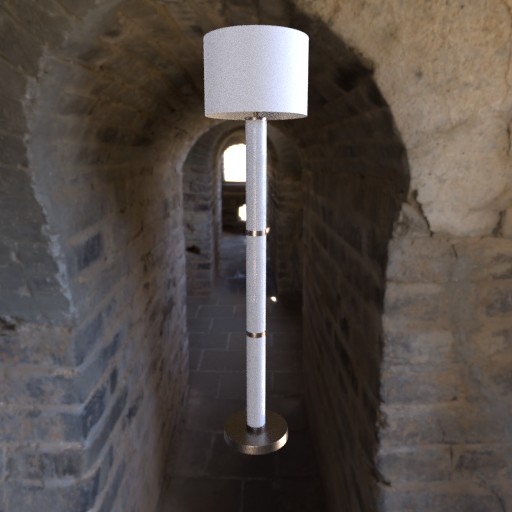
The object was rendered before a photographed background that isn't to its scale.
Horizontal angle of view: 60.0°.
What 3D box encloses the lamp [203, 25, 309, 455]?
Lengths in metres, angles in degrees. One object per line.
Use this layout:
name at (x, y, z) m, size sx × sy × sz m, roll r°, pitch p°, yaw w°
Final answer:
lamp at (0.000, 0.000, 1.764) m, size 0.377 × 1.599 × 0.377 m, roll 12°, pitch 18°, yaw 43°
